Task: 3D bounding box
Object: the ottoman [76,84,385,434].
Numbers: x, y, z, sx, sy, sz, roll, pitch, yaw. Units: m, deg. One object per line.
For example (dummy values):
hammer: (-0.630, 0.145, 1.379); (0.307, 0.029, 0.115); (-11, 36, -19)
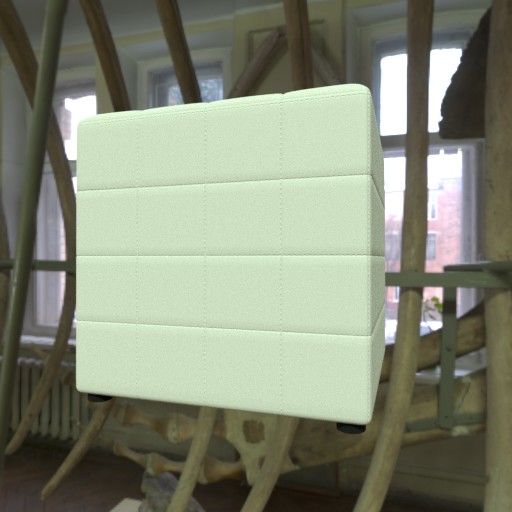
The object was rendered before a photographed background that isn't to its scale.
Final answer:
ottoman: (0.000, 0.000, 0.787); (0.425, 0.432, 0.425); (0, 0, 18)
